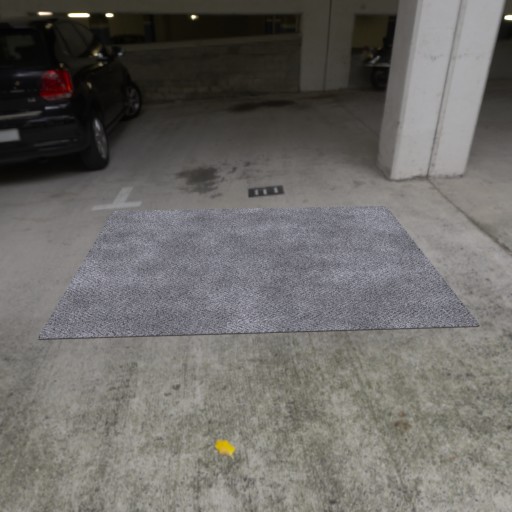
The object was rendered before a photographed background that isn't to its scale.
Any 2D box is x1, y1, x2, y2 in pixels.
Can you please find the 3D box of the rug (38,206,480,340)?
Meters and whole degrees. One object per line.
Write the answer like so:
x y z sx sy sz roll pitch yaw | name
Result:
0.000 0.000 2.931 2.235 0.008 1.600 -1 29 -2 | rug
